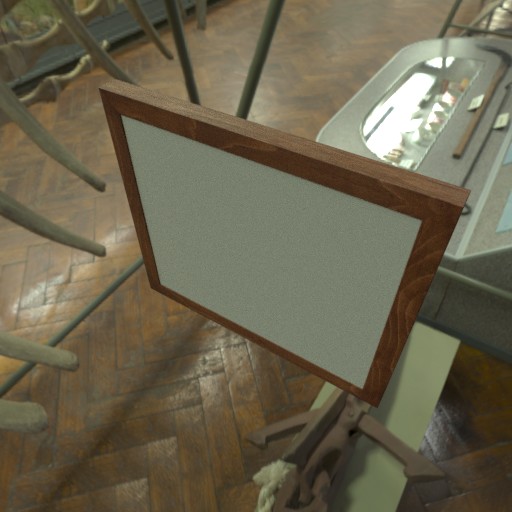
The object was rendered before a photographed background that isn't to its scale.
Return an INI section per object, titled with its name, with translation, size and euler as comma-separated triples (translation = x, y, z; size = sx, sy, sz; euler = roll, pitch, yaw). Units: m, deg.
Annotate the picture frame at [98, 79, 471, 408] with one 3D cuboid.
[picture frame]
translation = 0.000, 0.000, 0.527
size = 0.381, 0.330, 0.025
euler = 24, 50, 22
